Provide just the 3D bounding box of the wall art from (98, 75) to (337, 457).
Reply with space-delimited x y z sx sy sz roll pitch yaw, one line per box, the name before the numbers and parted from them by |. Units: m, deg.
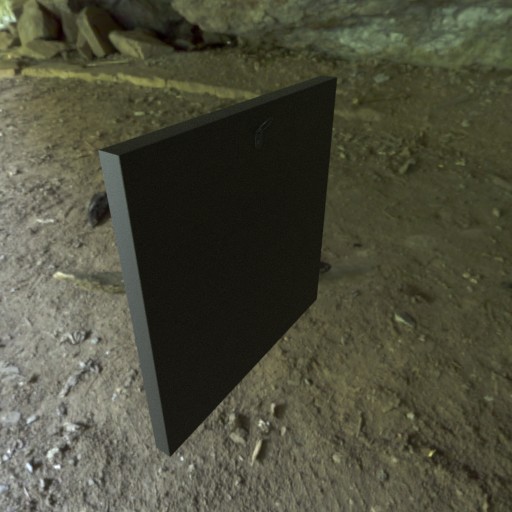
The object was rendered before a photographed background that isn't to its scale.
wall art | 0.000 0.000 0.526 0.038 0.349 0.349 20 37 29
